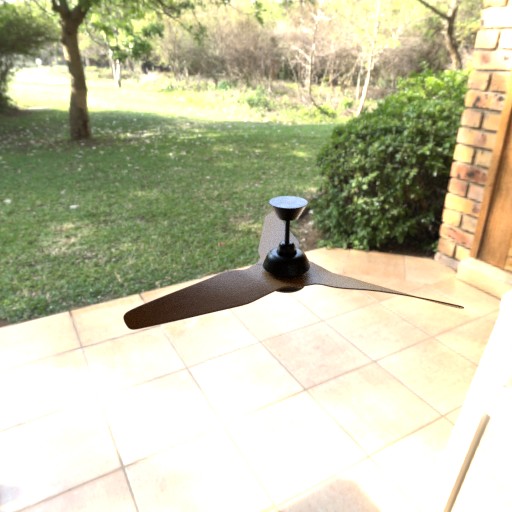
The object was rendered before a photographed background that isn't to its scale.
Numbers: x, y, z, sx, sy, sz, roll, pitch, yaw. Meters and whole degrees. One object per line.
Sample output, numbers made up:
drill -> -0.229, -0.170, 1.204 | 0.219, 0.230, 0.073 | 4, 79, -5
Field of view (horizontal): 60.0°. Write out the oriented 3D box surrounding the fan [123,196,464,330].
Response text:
fan -> 0.000, 0.000, 1.633 | 1.010, 0.355, 1.142 | -17, 30, -32
